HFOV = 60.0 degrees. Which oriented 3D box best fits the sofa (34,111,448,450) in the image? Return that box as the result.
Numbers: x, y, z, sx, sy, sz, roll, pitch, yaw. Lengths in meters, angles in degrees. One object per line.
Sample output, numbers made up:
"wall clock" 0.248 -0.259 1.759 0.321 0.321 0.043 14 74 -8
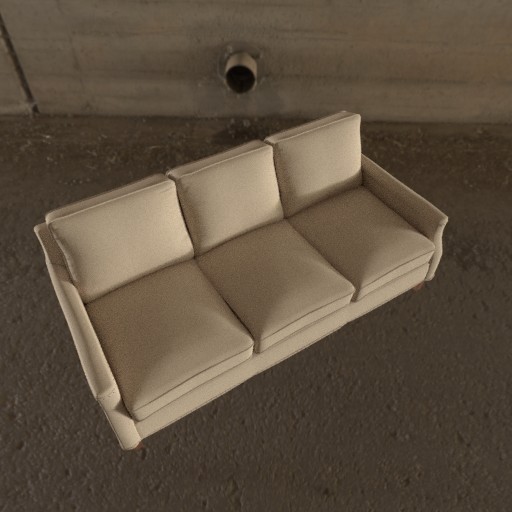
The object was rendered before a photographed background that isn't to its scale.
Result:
"sofa" 0.000 0.000 2.706 2.246 1.003 1.084 -24 52 -21
